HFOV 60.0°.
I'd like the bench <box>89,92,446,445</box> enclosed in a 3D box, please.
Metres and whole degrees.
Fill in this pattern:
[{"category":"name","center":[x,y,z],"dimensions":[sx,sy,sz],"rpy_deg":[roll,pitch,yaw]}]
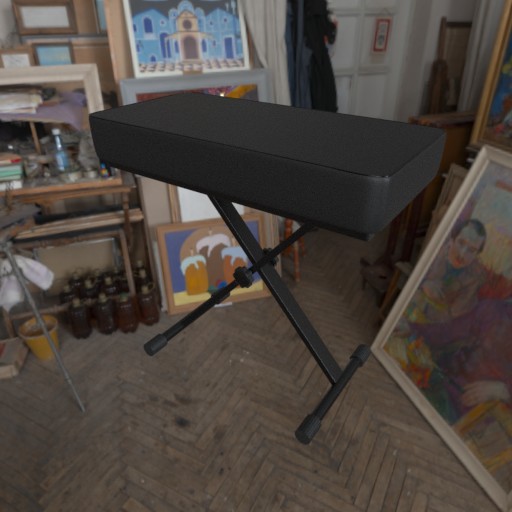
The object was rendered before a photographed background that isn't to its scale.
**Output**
[{"category":"bench","center":[0.000,0.000,0.938],"dimensions":[0.600,0.561,0.300],"rpy_deg":[20,36,30]}]
